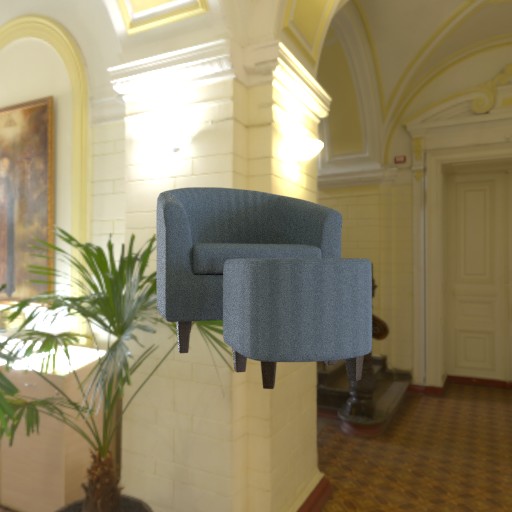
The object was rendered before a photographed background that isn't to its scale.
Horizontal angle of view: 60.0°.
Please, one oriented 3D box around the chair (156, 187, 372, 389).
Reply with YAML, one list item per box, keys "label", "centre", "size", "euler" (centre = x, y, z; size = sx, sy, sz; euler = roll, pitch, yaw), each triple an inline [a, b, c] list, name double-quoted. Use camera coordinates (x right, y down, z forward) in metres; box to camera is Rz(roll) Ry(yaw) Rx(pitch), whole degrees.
- label: "chair"
  centre: [0.000, 0.000, 1.809]
  size: [0.756, 0.757, 1.288]
  euler: [0, -1, -18]
